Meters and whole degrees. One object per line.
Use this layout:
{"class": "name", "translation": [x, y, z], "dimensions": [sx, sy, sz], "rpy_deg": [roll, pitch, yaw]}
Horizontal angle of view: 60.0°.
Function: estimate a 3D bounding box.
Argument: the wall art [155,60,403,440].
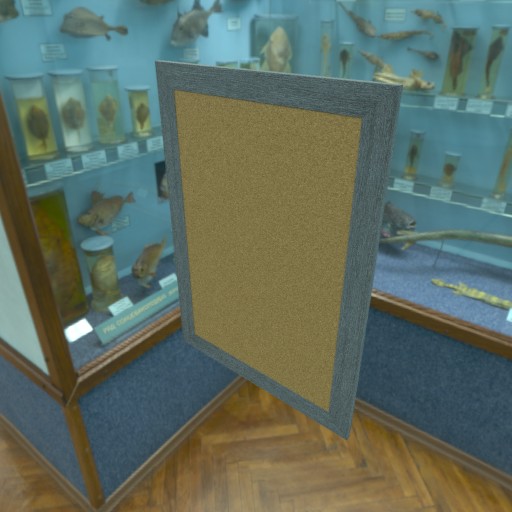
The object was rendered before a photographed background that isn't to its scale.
{"class": "wall art", "translation": [0.000, 0.000, 1.377], "dimensions": [0.768, 1.070, 0.020], "rpy_deg": [22, 36, 34]}
